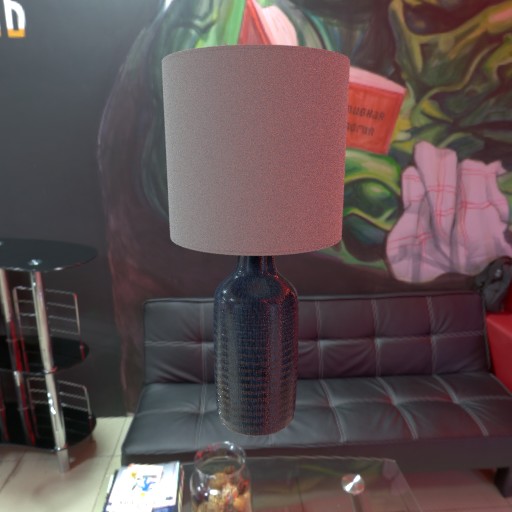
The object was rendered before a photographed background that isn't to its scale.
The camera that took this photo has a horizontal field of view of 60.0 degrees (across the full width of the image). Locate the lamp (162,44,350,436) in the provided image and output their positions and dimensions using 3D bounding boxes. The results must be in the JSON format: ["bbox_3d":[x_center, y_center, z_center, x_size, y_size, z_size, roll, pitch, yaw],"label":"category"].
[{"bbox_3d":[0.000,0.000,0.589,0.220,0.475,0.220,8,16,28],"label":"lamp"}]
